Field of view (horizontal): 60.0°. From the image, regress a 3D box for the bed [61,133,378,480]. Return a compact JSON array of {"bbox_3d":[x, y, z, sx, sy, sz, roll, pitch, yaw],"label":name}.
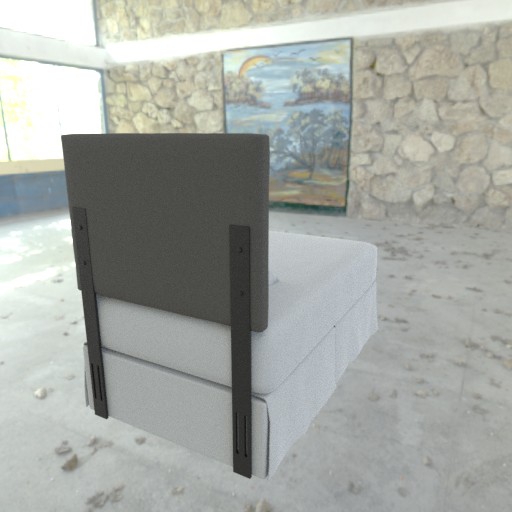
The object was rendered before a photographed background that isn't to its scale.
[{"bbox_3d":[0.000,0.000,2.952,1.261,1.571,1.997,8,17,28],"label":"bed"}]
